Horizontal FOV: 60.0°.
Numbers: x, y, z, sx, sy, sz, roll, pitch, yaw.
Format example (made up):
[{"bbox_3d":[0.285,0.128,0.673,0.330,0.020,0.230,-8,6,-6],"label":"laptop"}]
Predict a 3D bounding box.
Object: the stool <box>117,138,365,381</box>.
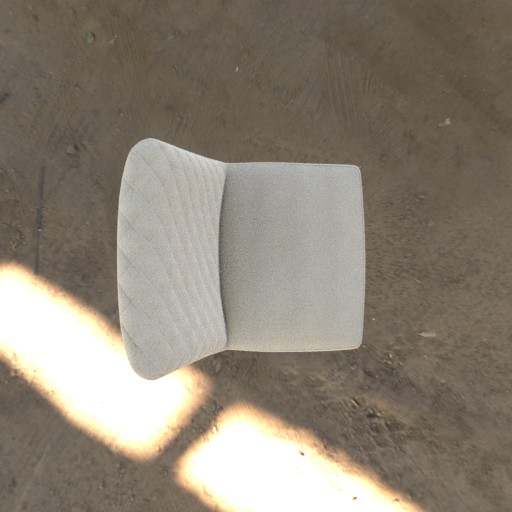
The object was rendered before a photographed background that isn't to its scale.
[{"bbox_3d":[0.000,0.000,1.316,0.576,0.973,0.507,0,91,-1],"label":"stool"}]
